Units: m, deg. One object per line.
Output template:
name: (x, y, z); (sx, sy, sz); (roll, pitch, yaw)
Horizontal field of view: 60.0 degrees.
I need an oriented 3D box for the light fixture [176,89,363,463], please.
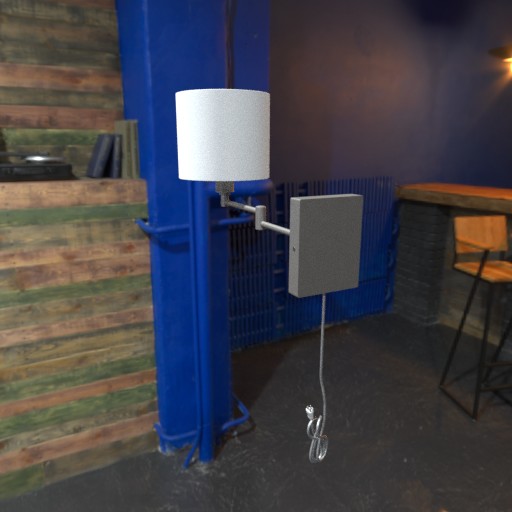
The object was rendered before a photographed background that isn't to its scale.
light fixture: (0.000, 0.000, 0.906); (0.203, 0.651, 0.516); (-7, 16, -26)
